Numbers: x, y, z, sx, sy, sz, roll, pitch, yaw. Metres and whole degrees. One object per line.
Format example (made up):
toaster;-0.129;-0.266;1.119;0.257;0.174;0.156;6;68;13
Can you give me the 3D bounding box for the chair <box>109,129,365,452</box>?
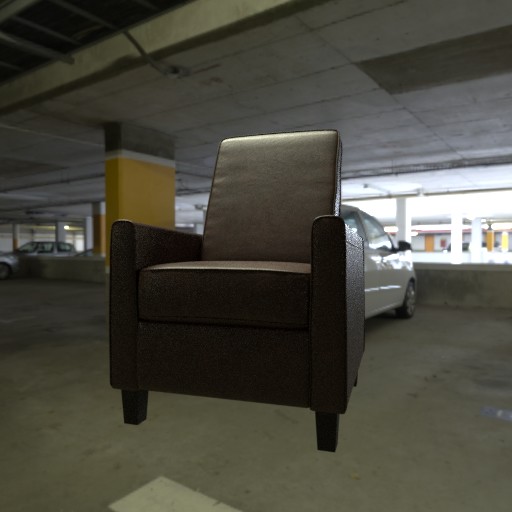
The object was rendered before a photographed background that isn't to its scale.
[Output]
chair;0.000;0.000;1.555;0.705;1.013;0.746;0;1;17
